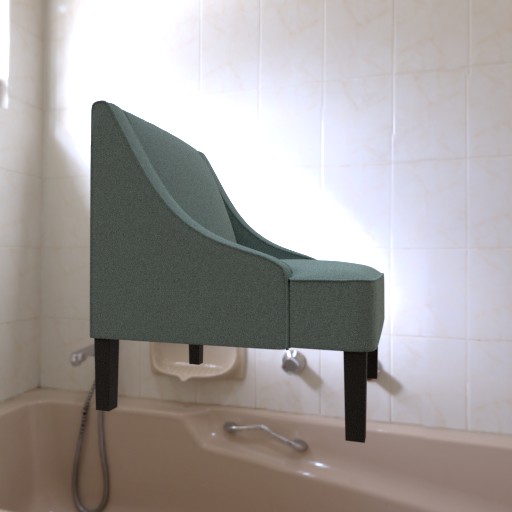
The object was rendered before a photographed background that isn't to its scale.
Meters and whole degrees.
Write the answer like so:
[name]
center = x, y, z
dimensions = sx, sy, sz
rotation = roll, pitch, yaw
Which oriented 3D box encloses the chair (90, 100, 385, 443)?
[chair]
center = 0.000, 0.000, 1.865
dimensions = 1.025, 1.133, 0.857
rotation = 0, -1, 18
